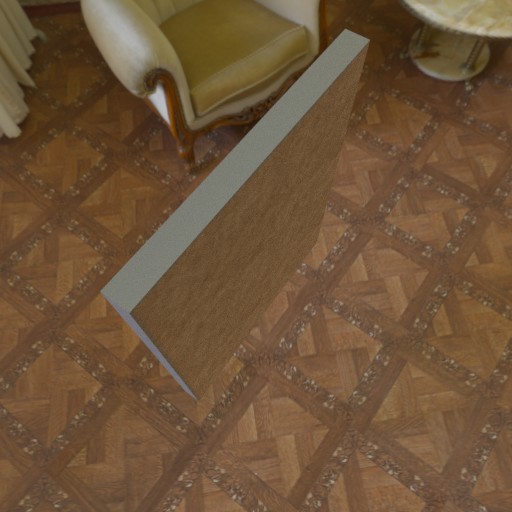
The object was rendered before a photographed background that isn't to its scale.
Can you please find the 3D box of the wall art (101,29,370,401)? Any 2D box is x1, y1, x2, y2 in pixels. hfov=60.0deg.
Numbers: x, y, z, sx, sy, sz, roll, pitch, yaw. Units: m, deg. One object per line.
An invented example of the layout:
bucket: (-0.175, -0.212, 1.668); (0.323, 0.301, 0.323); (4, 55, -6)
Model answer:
wall art: (0.000, 0.000, 0.742); (0.037, 0.554, 0.453); (33, 68, 15)
